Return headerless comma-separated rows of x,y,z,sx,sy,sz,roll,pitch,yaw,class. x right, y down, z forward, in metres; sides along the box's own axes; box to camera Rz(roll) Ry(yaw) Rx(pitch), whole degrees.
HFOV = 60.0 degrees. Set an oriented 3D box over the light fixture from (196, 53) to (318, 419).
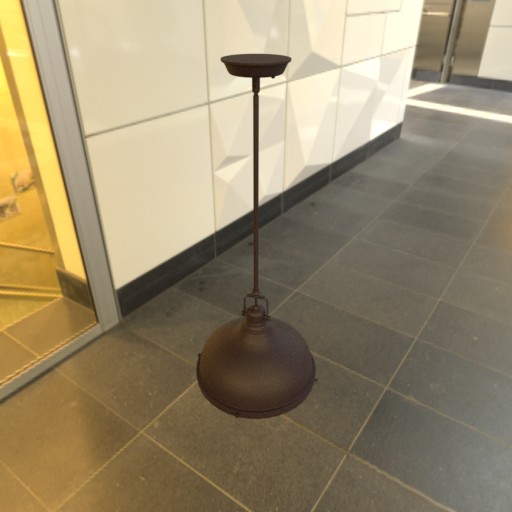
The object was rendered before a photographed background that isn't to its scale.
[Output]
0.000,0.000,1.033,0.341,0.849,0.341,9,32,14,light fixture
